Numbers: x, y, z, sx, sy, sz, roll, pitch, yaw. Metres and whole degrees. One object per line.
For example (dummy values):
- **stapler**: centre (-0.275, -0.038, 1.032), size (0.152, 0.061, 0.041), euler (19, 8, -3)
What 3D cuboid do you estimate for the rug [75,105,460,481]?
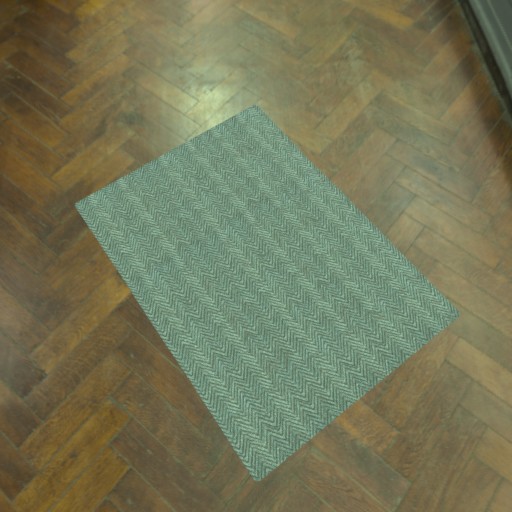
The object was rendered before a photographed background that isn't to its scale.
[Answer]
- **rug**: centre (0.000, 0.000, 5.361), size (2.894, 0.011, 3.957), euler (-33, 69, -15)
